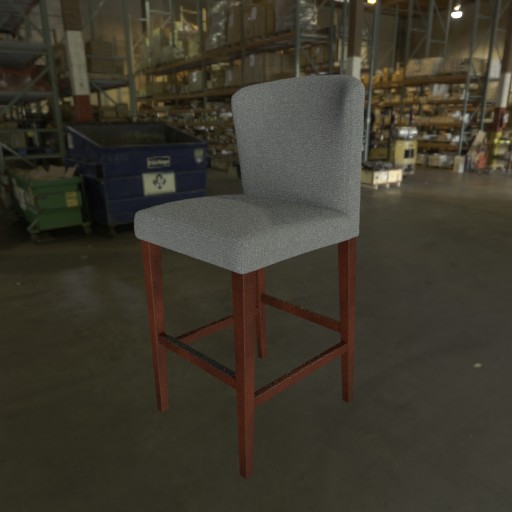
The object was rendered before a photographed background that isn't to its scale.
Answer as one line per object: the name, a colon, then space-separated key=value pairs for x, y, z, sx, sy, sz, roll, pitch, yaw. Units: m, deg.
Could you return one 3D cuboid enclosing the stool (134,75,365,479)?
stool: x=0.000 y=0.000 z=1.370 sx=0.486 sy=1.069 sz=0.568 roll=16 pitch=24 yaw=42
